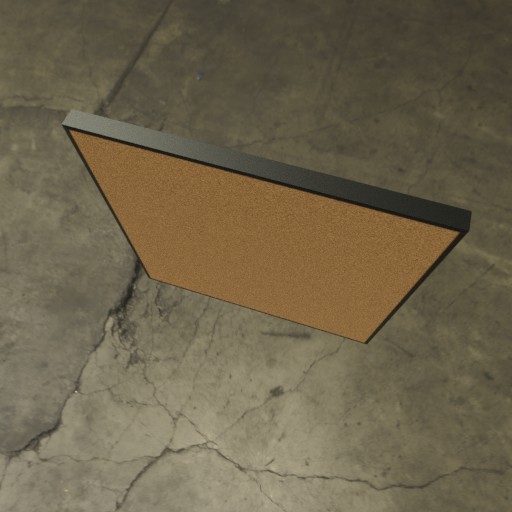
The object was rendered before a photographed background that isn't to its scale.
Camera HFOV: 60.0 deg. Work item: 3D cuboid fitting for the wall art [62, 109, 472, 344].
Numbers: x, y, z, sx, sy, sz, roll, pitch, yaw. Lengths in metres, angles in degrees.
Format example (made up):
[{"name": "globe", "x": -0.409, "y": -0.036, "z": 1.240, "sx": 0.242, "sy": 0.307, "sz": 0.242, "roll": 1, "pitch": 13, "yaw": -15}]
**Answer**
[{"name": "wall art", "x": 0.000, "y": 0.000, "z": 1.153, "sx": 0.769, "sy": 0.766, "sz": 0.042, "roll": 16, "pitch": 66, "yaw": 7}]
